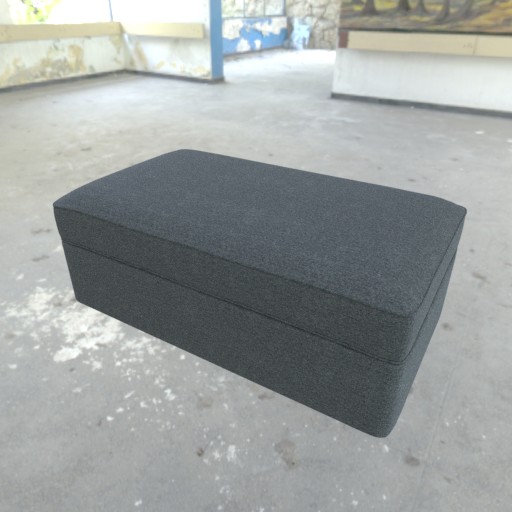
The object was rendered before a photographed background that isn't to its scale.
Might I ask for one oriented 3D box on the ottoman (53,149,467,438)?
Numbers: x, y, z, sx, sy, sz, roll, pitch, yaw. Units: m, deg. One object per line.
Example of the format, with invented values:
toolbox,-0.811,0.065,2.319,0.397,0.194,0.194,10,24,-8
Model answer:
ottoman,0.000,0.000,1.506,1.173,0.494,0.681,17,34,27
